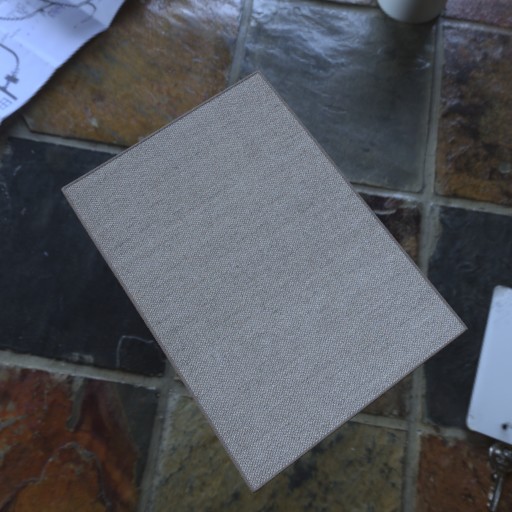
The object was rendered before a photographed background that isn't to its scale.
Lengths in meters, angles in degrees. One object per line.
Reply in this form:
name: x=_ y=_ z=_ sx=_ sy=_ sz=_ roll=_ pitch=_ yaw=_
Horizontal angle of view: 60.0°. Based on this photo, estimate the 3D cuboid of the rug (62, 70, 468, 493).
rug: x=0.000 y=0.000 z=2.664 sx=1.517 sy=0.013 sz=2.115 roll=-34 pitch=78 yaw=-8
